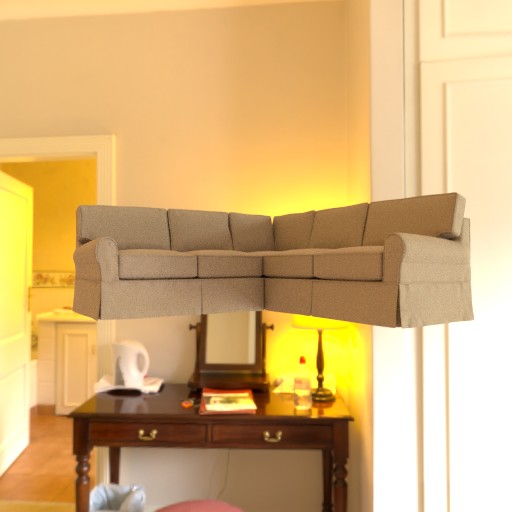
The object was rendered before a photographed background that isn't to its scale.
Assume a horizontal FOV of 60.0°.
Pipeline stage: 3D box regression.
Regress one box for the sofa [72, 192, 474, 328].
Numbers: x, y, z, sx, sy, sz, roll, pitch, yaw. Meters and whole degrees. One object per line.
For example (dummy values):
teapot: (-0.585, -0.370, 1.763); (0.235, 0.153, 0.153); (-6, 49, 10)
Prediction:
sofa: (0.000, 0.000, 4.151); (2.730, 1.124, 2.733); (1, -2, -34)
